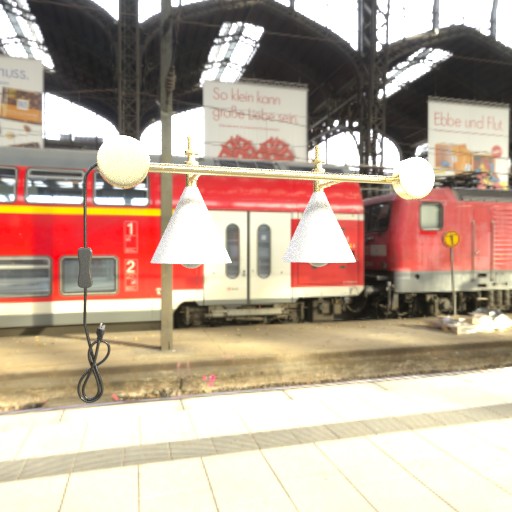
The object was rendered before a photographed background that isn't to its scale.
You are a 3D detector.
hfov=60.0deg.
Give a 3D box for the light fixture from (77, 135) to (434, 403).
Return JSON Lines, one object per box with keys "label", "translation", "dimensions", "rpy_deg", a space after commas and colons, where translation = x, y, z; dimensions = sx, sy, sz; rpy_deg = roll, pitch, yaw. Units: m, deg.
{"label": "light fixture", "translation": [0.000, 0.000, 0.868], "dimensions": [0.642, 0.468, 0.239], "rpy_deg": [0, 1, -17]}
